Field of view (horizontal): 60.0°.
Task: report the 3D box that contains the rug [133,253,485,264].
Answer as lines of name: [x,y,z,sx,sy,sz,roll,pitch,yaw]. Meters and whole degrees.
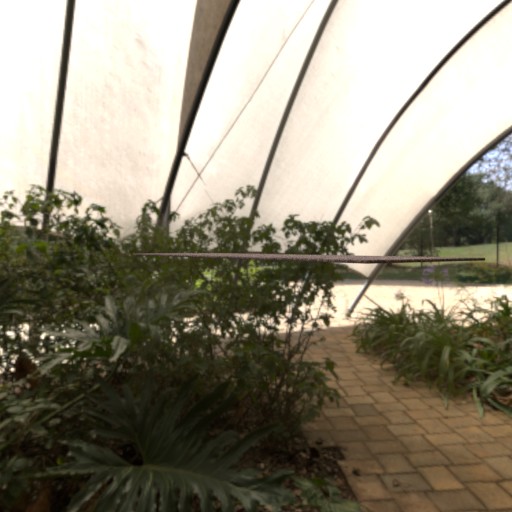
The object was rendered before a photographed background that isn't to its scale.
rug: [0.000,0.000,2.533,0.691,0.011,2.296,-1,1,-34]
